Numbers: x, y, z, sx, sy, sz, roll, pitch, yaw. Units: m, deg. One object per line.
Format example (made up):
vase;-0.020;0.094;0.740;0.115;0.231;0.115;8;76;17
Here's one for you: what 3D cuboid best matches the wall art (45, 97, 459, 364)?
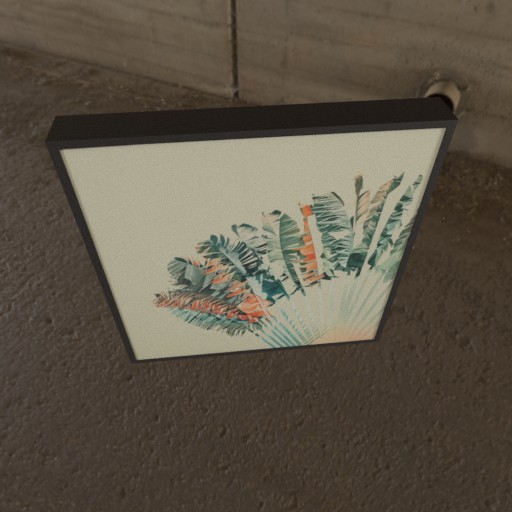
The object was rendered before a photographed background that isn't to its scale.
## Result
wall art;0.000;0.000;0.442;0.302;0.300;0.036;-4;46;-4
